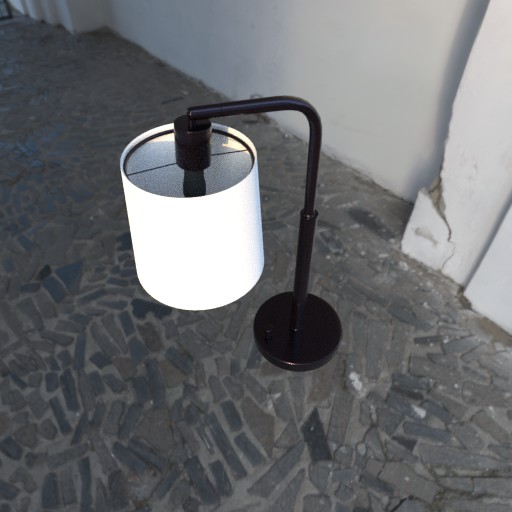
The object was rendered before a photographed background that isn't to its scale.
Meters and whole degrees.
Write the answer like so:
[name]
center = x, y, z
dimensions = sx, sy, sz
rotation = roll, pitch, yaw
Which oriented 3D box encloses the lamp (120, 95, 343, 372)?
[lamp]
center = 0.000, 0.000, 0.642
dimensions = 0.333, 0.489, 0.171
rotation = -16, 48, -15
